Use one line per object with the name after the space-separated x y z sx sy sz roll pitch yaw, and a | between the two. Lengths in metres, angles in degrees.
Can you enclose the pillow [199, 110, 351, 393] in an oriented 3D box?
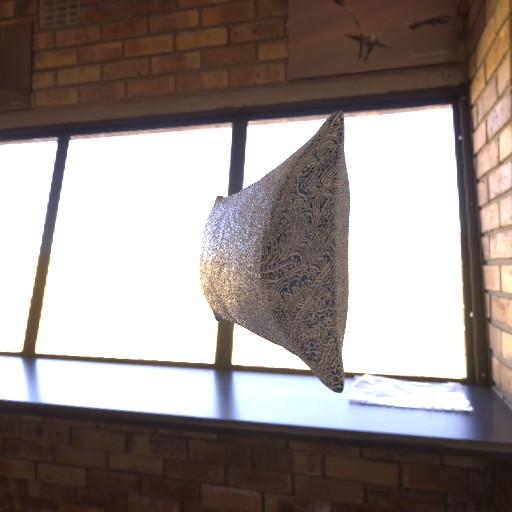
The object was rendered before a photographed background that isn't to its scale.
0.000 0.000 0.750 0.151 0.295 0.615 0 -1 -17 | pillow
